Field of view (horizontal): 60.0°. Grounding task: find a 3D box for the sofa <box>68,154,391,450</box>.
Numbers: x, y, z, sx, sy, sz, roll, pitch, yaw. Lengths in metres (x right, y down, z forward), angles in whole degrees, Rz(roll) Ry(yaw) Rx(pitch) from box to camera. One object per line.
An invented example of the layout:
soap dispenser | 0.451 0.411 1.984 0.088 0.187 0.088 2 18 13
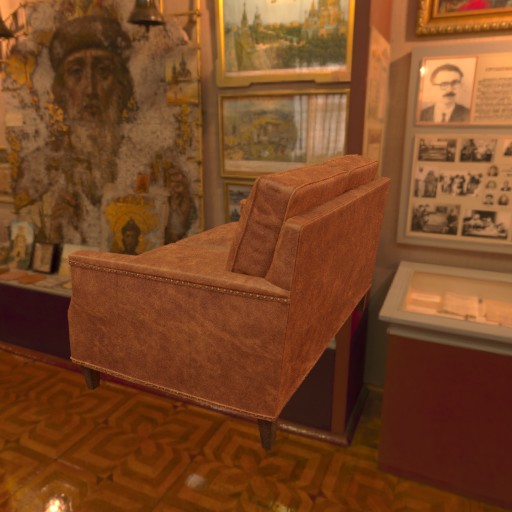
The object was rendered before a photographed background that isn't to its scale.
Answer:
sofa | 0.000 0.000 2.320 1.084 1.003 1.597 8 18 25
